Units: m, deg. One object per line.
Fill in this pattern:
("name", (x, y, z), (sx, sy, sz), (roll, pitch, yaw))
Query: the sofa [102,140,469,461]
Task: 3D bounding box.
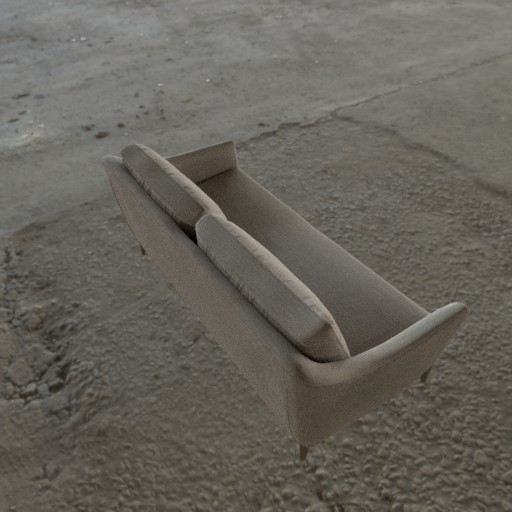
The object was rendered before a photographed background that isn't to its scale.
("sofa", (0.000, 0.000, 2.525), (0.980, 0.913, 2.036), (-25, 47, -25))
